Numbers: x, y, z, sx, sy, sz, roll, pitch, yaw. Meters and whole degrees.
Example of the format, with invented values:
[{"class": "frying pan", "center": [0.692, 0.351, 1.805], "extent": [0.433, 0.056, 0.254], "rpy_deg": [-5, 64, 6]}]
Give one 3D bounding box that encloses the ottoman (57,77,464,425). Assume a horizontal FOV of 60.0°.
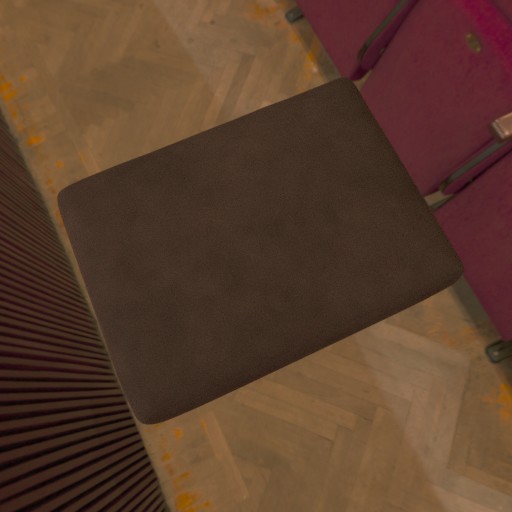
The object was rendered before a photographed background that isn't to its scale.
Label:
[{"class": "ottoman", "center": [0.000, 0.000, 1.158], "extent": [0.773, 0.497, 0.574], "rpy_deg": [-24, 75, -7]}]
